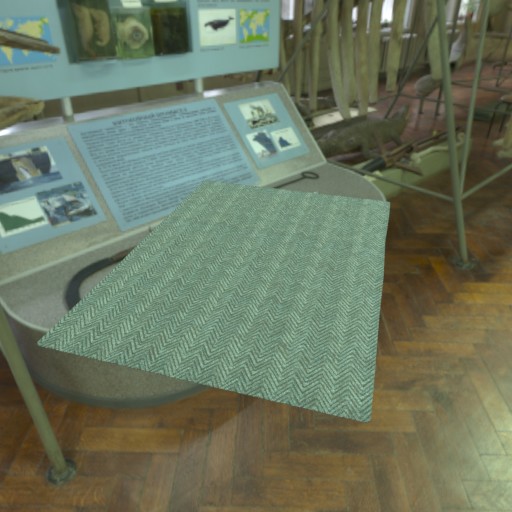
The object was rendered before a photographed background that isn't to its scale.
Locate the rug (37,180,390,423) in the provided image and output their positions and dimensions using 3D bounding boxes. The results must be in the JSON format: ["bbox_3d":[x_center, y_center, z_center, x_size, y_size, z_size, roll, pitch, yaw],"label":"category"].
[{"bbox_3d":[0.000,0.000,5.170,2.894,0.011,3.957,9,33,14],"label":"rug"}]
